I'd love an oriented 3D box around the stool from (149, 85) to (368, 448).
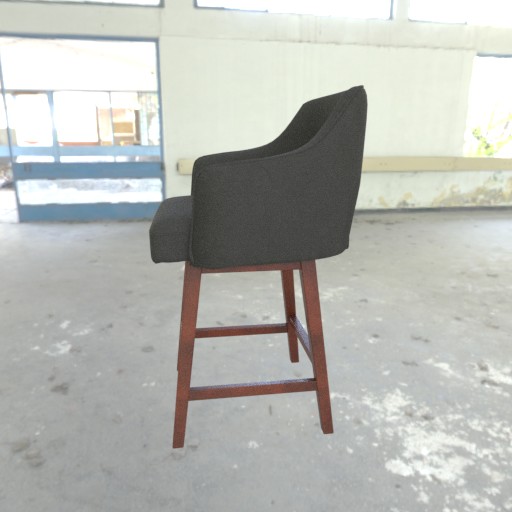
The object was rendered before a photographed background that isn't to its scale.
[{"bbox_3d":[0.000,0.000,1.281,0.558,0.912,0.548,-2,15,-8],"label":"stool"}]
